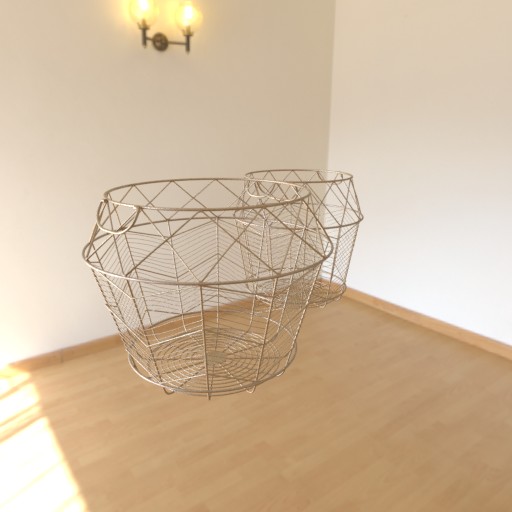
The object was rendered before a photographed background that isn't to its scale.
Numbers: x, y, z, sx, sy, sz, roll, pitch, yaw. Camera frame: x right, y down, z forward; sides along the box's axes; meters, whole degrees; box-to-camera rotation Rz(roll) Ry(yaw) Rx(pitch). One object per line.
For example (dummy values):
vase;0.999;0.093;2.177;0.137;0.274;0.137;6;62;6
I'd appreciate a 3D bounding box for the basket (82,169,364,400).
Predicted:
basket;0.000;0.000;0.996;0.451;0.343;0.805;9;19;27
